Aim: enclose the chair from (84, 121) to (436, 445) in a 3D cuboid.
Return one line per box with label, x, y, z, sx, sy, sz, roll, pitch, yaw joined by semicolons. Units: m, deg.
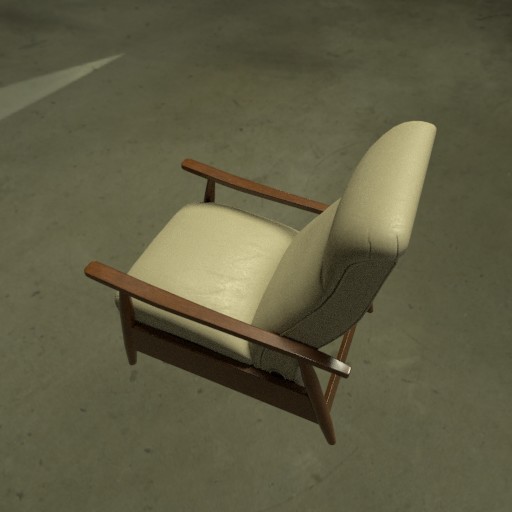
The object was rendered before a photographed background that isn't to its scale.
chair;0.000;0.000;1.730;1.014;1.082;0.762;17;48;15
